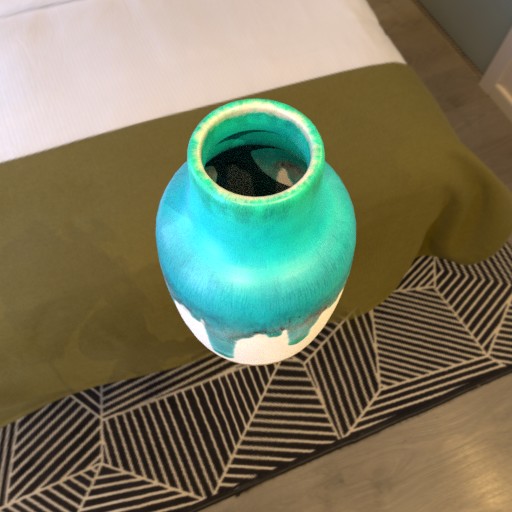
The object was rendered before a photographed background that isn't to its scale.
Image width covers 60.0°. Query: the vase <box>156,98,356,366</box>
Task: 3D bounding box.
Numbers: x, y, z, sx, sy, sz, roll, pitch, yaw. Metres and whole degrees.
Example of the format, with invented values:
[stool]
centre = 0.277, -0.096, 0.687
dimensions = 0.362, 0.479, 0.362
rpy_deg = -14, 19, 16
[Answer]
[vase]
centre = 0.000, 0.000, 0.256
dimensions = 0.106, 0.192, 0.106
rpy_deg = 0, 64, 0
